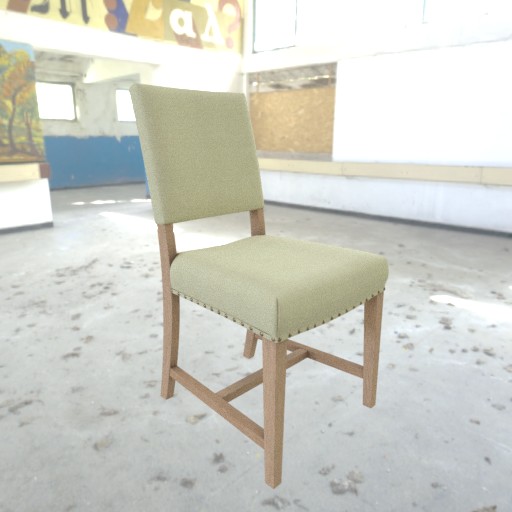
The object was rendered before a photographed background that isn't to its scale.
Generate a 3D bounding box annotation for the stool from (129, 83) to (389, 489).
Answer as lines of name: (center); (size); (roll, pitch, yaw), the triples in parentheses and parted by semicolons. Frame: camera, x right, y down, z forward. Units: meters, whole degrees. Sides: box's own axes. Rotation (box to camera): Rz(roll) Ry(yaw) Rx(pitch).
stool: (0.000, 0.000, 1.339); (0.623, 0.986, 0.508); (14, 21, 42)
